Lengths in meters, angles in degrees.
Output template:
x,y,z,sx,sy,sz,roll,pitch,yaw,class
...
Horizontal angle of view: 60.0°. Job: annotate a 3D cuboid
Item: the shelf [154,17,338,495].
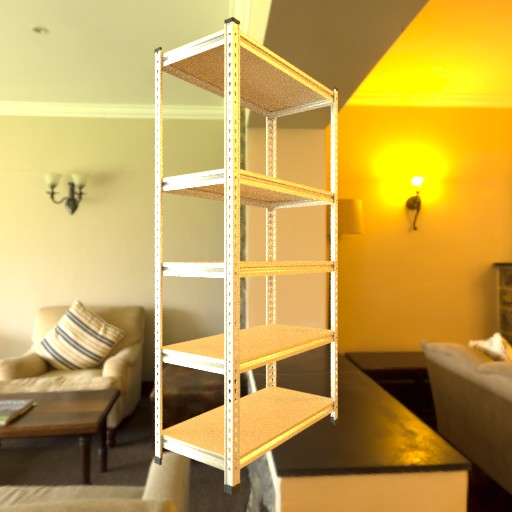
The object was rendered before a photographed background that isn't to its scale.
x,y,z,sx,sy,sz,roll,pitch,yaw,class
0.000,0.000,2.195,0.457,1.829,0.914,0,0,36,shelf
